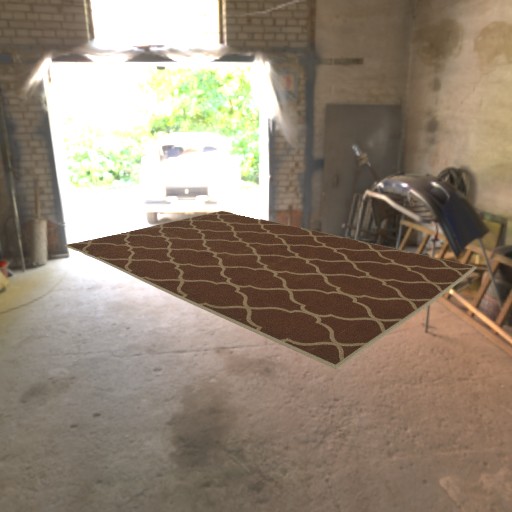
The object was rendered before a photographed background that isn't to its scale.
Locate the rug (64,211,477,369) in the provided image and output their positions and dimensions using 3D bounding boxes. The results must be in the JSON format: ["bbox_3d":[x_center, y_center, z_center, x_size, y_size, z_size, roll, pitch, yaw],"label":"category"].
[{"bbox_3d":[0.000,0.000,2.916,2.294,0.014,1.528,17,25,40],"label":"rug"}]
